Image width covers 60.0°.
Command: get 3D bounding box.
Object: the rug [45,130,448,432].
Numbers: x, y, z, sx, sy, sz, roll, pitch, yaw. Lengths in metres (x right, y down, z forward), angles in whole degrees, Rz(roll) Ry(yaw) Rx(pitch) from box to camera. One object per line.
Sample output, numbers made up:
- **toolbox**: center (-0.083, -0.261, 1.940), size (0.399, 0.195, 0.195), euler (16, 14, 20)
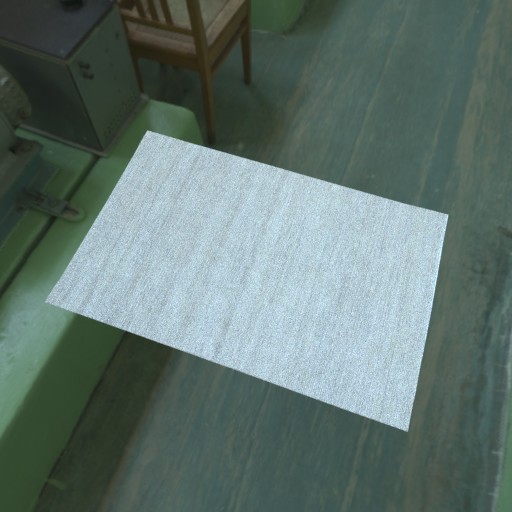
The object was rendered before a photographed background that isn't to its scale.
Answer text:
- **rug**: center (0.000, 0.000, 2.305), size (1.820, 0.022, 1.179), euler (18, 64, 9)
